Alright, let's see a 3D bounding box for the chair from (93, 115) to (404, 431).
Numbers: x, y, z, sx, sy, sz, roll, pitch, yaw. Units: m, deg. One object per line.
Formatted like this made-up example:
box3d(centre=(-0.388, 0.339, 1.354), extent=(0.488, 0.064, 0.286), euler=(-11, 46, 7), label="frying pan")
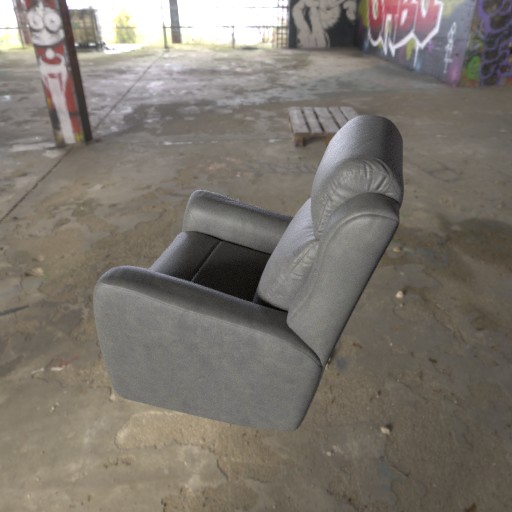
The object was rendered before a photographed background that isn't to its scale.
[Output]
box3d(centre=(0.000, 0.000, 1.894), extent=(1.068, 1.116, 0.967), euler=(8, 31, 14), label="chair")
